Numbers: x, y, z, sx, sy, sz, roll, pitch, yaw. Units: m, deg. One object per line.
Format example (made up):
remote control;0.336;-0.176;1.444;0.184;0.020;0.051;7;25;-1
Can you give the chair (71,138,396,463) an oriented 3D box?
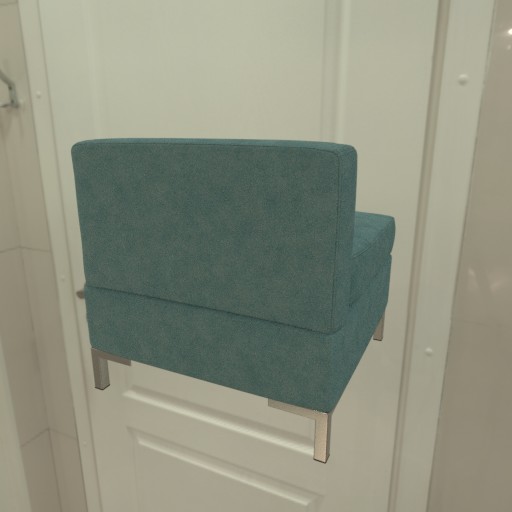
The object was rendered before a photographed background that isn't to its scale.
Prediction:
chair;0.000;0.000;1.263;0.684;0.660;0.685;8;18;25
